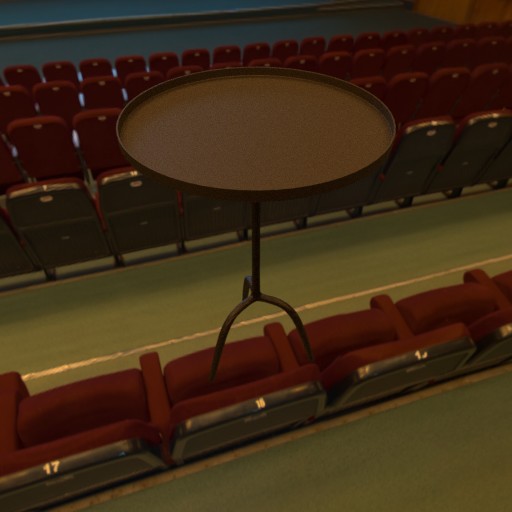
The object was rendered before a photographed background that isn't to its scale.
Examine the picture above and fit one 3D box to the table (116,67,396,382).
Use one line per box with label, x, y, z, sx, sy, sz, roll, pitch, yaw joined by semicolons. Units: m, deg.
table;0.000;0.000;1.050;0.502;0.700;0.502;-13;43;-14
